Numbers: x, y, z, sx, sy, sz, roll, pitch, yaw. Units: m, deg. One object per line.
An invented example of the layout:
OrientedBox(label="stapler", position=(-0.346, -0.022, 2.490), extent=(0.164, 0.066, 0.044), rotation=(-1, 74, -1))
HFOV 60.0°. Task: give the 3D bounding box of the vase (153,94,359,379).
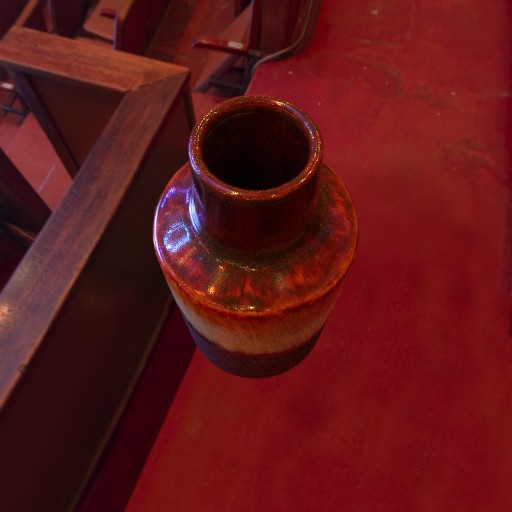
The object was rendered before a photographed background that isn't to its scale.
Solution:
OrientedBox(label="vase", position=(0.000, 0.000, 0.266), extent=(0.108, 0.204, 0.108), rotation=(0, 64, 0))
